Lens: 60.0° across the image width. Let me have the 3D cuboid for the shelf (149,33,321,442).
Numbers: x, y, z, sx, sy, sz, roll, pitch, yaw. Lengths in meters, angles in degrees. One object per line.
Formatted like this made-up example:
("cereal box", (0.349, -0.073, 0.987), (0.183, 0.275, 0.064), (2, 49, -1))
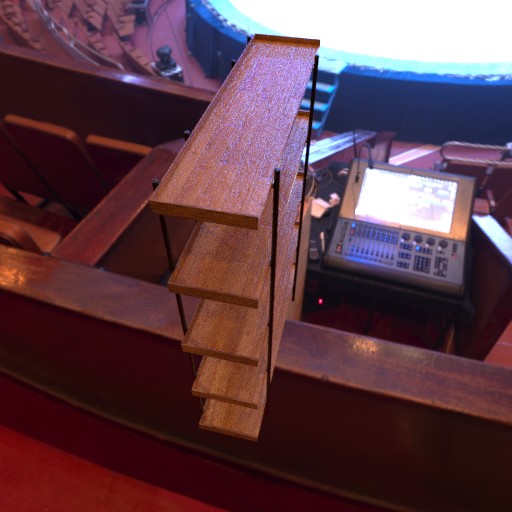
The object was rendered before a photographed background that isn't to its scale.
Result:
("shelf", (0.000, 0.000, 2.418), (0.379, 1.826, 1.371), (10, 47, 9))
